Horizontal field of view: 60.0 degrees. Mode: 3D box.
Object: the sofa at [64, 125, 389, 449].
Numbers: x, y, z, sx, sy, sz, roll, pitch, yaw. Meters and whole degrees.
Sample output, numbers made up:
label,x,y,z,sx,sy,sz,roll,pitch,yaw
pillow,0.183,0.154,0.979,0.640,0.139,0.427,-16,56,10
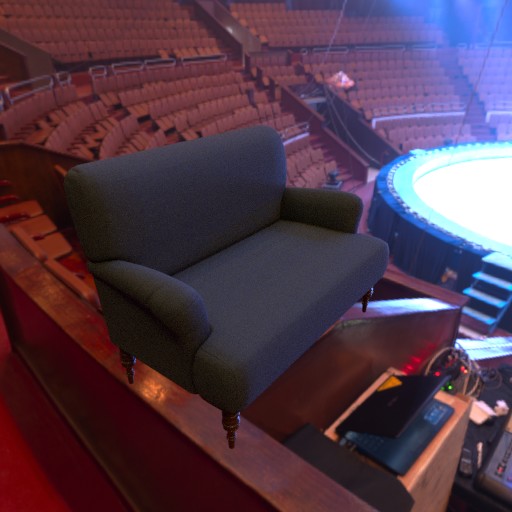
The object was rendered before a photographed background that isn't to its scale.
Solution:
label,x,y,z,sx,sy,sz,roll,pitch,yaw
sofa,0.000,0.000,1.901,0.779,0.889,1.297,18,31,33
